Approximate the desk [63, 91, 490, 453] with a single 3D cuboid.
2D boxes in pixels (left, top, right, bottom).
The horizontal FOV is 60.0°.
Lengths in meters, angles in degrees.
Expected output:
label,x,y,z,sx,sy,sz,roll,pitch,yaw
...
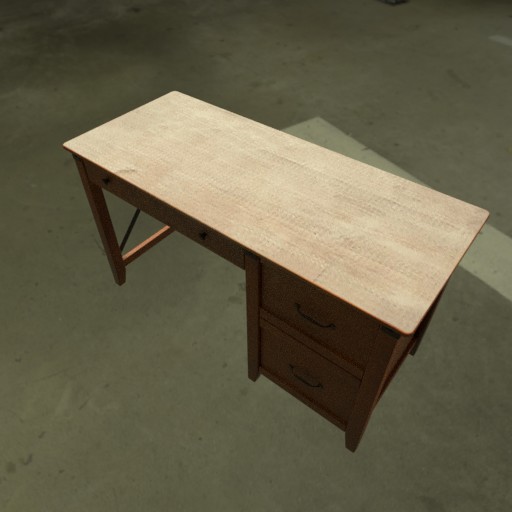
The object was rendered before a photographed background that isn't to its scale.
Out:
label,x,y,z,sx,sy,sz,roll,pitch,yaw
desk,0.000,0.000,1.735,1.353,0.756,0.574,29,52,26
